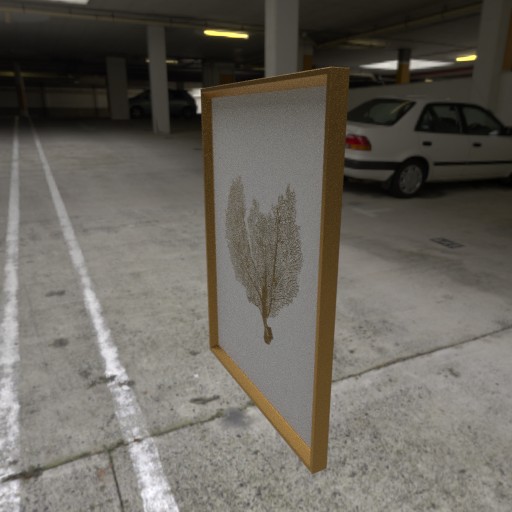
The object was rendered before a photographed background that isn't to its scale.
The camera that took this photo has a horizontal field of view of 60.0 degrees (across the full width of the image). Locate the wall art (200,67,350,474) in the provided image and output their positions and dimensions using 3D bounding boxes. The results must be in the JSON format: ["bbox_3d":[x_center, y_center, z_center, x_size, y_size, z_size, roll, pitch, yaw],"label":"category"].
[{"bbox_3d":[0.000,0.000,1.103,0.038,0.812,0.610,-9,19,-26],"label":"wall art"}]
